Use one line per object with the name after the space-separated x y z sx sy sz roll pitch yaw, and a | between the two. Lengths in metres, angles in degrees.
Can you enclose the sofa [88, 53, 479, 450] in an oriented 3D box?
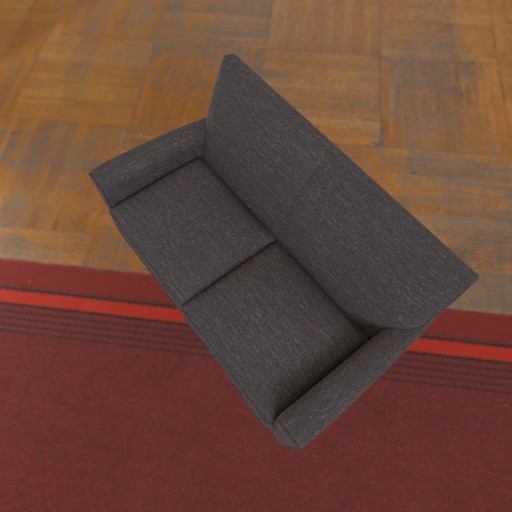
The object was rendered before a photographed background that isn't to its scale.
0.000 0.000 2.060 0.867 0.905 1.509 -35 69 -16 | sofa
